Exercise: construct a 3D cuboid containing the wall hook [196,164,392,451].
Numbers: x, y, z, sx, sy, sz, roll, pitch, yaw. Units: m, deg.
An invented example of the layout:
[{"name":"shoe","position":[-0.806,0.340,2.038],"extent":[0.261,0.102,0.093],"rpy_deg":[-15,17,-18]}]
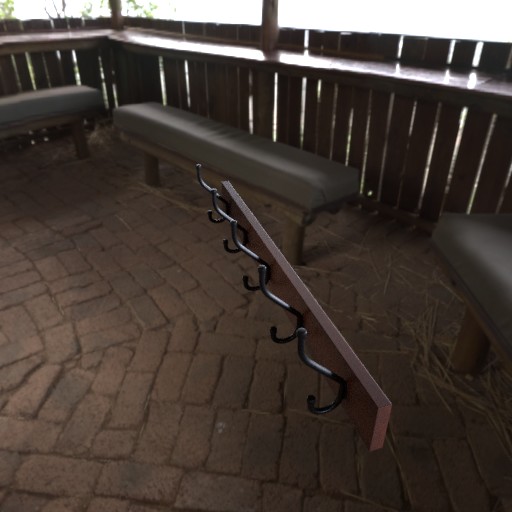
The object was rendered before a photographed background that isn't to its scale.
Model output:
[{"name":"wall hook","position":[0.000,0.000,0.618],"extent":[0.071,0.117,0.571],"rpy_deg":[-9,32,-15]}]
